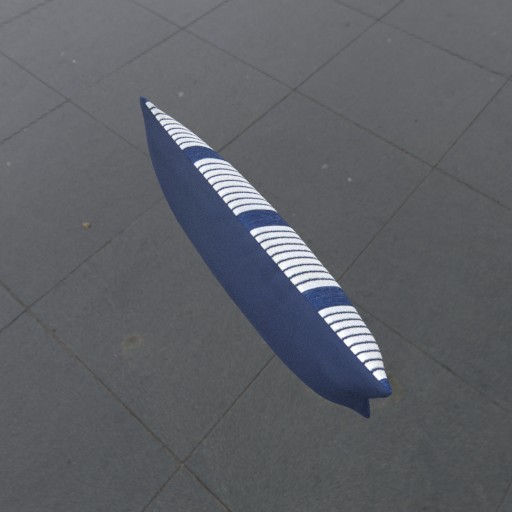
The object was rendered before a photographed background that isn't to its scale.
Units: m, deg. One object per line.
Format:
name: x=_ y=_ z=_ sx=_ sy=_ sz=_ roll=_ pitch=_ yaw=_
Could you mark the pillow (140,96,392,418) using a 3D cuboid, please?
pillow: x=0.000 y=0.000 z=0.751 sx=0.156 sy=0.292 sz=0.608 roll=-31 pitch=63 yaw=-17
